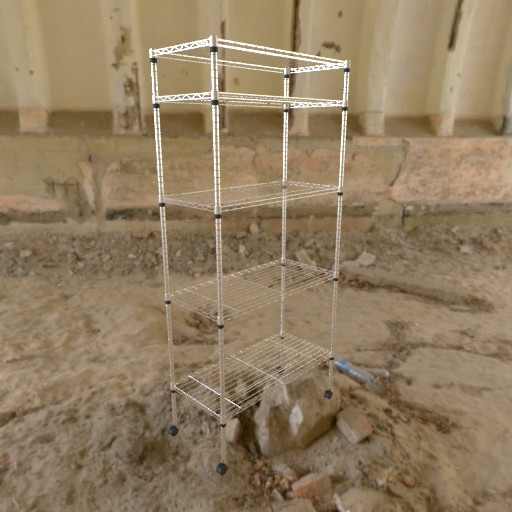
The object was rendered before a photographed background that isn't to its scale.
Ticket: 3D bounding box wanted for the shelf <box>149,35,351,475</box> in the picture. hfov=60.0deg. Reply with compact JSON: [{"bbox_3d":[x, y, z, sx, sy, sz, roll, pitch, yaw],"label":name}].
[{"bbox_3d":[0.000,0.000,1.902,0.356,1.587,0.762,15,22,42],"label":"shelf"}]
